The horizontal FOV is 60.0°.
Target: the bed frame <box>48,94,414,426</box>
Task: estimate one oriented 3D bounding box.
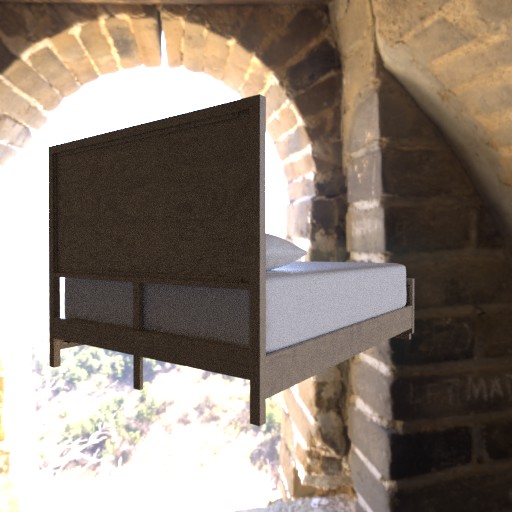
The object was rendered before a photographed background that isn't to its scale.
[{"bbox_3d":[0.000,0.000,3.181,1.606,1.369,2.189,1,1,36],"label":"bed frame"}]
